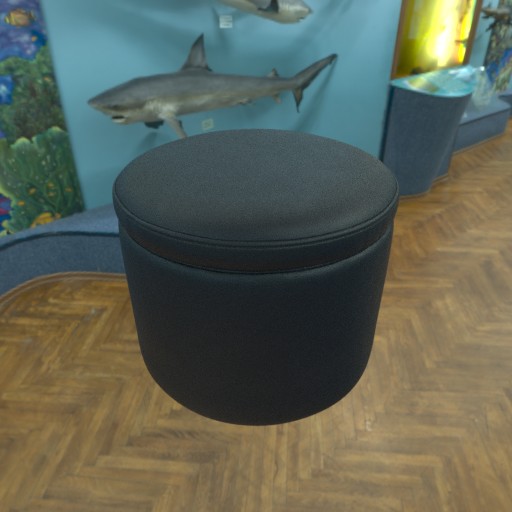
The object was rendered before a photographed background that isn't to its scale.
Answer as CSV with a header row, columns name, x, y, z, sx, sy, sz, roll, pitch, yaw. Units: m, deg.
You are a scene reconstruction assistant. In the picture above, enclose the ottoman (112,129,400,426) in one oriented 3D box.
name,x,y,z,sx,sy,sz,roll,pitch,yaw
ottoman,0.000,0.000,0.883,0.501,0.409,0.501,0,31,0
